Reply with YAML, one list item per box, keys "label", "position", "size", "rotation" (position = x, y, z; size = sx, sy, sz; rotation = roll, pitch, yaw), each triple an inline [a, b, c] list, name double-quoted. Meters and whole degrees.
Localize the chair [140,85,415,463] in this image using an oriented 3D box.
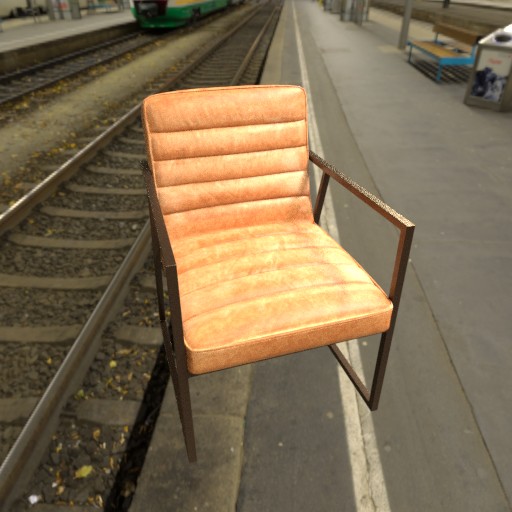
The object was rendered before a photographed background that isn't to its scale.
- label: "chair"
  position: [0.000, 0.000, 1.284]
  size: [0.571, 0.832, 0.677]
  rotation: [-9, 33, -15]
